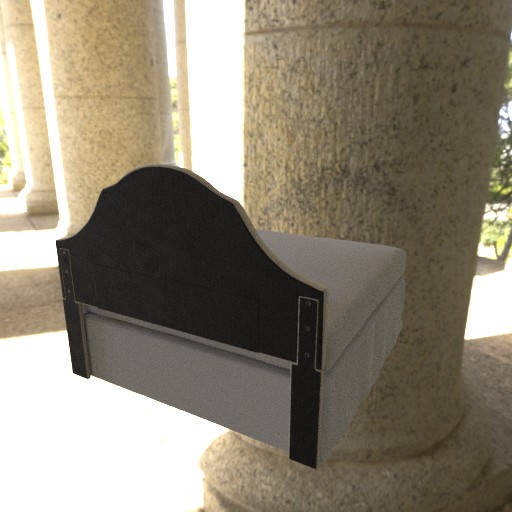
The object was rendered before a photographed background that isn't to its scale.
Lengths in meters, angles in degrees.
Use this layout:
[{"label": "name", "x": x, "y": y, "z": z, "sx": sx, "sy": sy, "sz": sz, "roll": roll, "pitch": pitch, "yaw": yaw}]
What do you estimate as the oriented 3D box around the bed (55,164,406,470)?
[{"label": "bed", "x": 0.000, "y": 0.000, "z": 3.453, "sx": 2.012, "sy": 1.555, "sz": 2.086, "roll": 9, "pitch": 19, "yaw": 28}]
